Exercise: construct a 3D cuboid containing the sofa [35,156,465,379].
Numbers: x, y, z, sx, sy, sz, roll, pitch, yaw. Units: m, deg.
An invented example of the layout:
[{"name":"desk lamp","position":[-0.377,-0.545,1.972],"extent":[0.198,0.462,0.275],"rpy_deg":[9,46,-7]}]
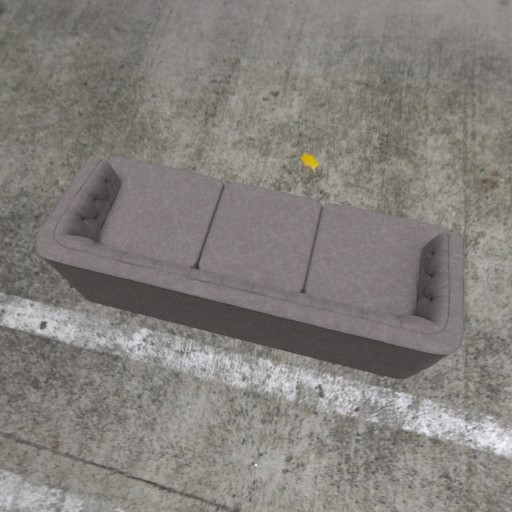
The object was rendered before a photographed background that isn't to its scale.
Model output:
[{"name":"sofa","position":[0.000,0.000,2.668],"extent":[2.247,0.806,0.917],"rpy_deg":[13,65,6]}]
